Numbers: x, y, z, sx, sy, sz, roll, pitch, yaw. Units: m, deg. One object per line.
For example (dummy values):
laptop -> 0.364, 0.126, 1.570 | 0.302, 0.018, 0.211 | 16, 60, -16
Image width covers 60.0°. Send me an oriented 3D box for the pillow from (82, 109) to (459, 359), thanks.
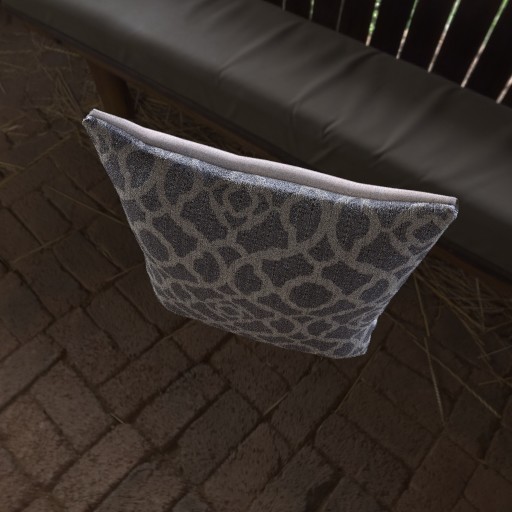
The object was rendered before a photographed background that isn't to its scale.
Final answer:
pillow -> 0.000, 0.000, 0.777 | 0.508, 0.498, 0.215 | 16, 61, 9
